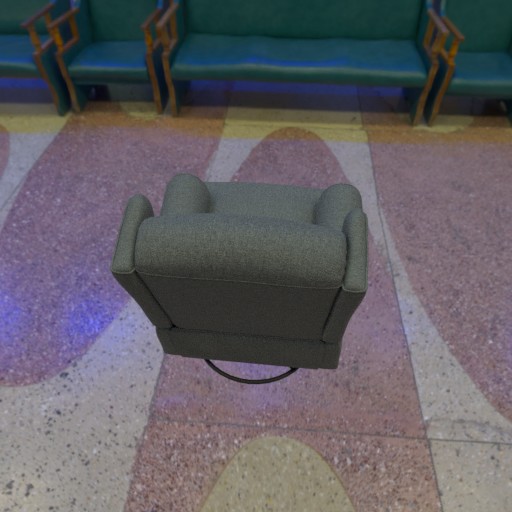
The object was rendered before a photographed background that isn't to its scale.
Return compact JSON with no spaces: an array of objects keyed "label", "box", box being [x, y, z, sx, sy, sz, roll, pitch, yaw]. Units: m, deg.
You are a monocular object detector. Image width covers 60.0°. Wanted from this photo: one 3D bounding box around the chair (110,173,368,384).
[{"label":"chair","box":[0.000,0.000,1.753,0.847,1.011,0.969,4,47,4]}]
